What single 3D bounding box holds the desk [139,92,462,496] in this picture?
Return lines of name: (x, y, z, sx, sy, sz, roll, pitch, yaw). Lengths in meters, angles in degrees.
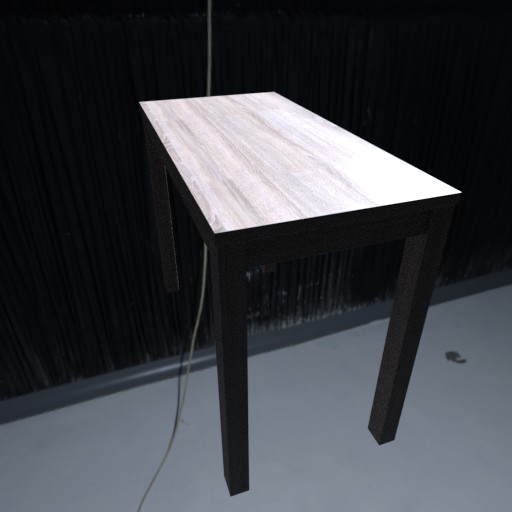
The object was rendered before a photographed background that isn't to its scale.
desk: (0.000, 0.000, 1.386, 0.495, 0.762, 0.991, -11, 33, -17)
